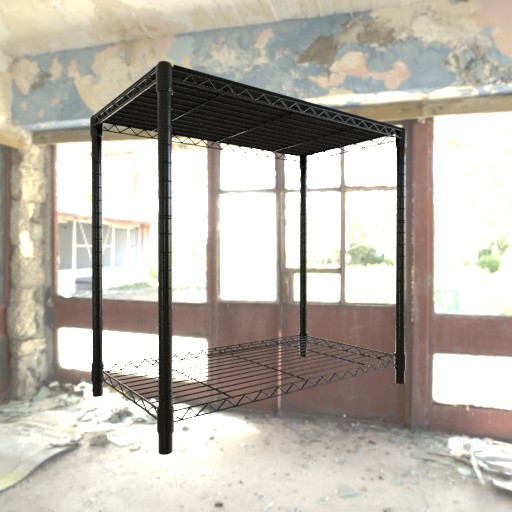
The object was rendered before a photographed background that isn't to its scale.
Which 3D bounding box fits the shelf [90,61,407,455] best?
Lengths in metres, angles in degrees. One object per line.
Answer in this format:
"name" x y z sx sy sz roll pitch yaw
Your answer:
"shelf" 0.000 0.000 0.937 0.589 0.564 0.338 0 1 -37
